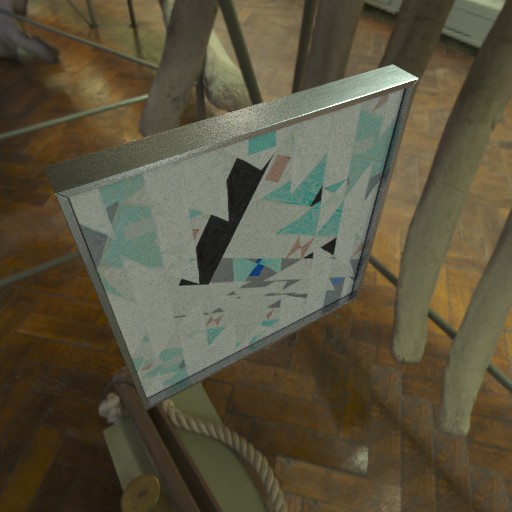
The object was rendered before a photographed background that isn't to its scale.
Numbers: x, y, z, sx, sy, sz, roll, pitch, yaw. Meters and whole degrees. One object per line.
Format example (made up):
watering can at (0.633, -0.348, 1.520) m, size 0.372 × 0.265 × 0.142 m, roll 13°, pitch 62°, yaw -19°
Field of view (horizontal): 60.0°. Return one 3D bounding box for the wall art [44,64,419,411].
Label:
wall art at (0.000, 0.000, 0.510) m, size 0.350 × 0.350 × 0.038 m, roll -24°, pitch 51°, yaw -21°
